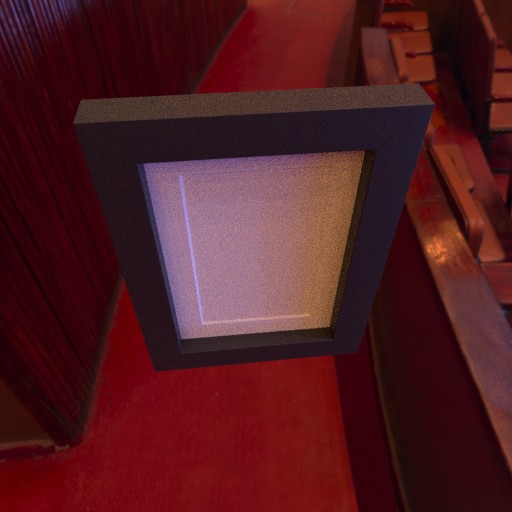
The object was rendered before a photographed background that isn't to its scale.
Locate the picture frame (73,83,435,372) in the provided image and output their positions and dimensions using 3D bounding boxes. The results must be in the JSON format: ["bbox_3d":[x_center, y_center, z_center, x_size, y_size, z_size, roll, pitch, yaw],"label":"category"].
[{"bbox_3d":[0.000,0.000,0.276,0.157,0.208,0.028,-4,46,-4],"label":"picture frame"}]
